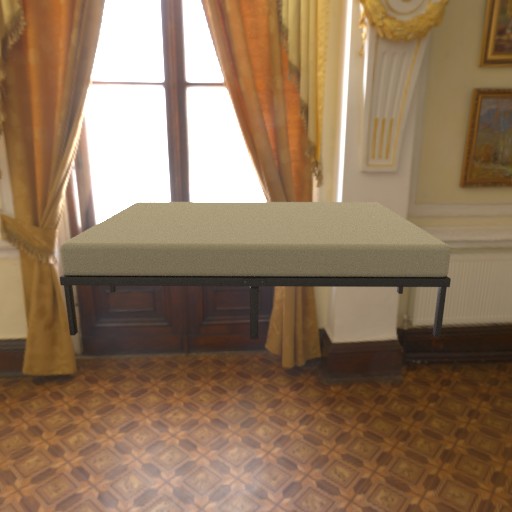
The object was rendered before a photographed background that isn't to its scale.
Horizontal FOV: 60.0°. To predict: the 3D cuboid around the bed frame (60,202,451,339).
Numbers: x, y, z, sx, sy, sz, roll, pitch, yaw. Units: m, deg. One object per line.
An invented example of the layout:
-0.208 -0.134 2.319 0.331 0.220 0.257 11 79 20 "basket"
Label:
0.000 0.000 3.914 2.842 0.680 2.205 2 16 8 "bed frame"
